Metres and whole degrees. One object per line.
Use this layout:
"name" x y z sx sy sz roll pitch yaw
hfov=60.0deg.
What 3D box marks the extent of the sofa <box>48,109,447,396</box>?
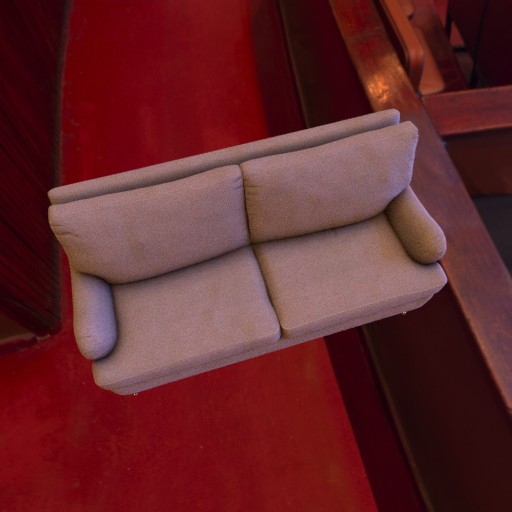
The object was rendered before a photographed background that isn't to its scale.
"sofa" 0.000 0.000 2.769 2.193 1.096 1.069 -15 65 -7
